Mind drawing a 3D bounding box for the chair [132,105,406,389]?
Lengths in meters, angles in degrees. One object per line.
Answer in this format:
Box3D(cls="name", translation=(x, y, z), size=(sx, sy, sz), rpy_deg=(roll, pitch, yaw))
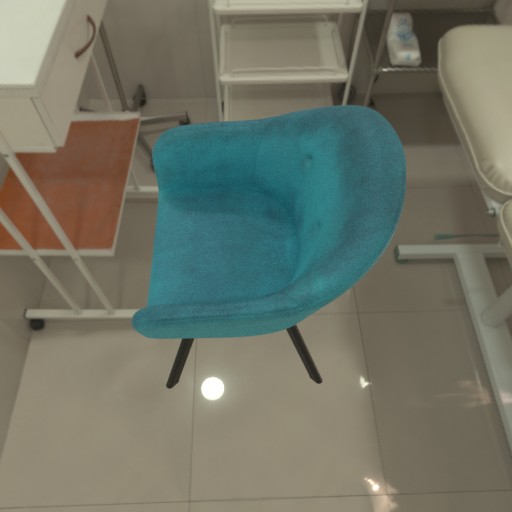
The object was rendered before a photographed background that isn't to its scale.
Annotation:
Box3D(cls="chair", translation=(0.000, 0.000, 1.159), size=(0.570, 0.780, 0.540), rpy_deg=(-2, 58, -1))
